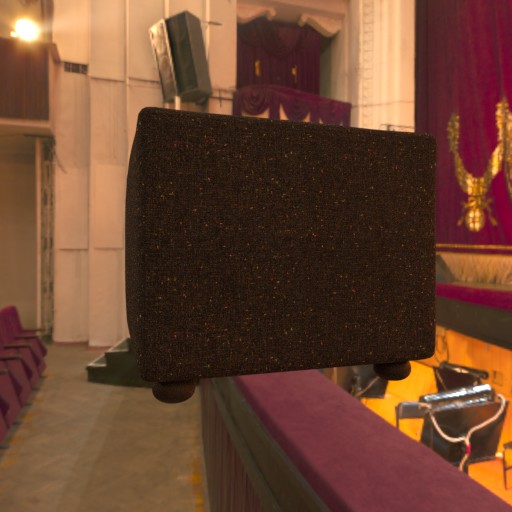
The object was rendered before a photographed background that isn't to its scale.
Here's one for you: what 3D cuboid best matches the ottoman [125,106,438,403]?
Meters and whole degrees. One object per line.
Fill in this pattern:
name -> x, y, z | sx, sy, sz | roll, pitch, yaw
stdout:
ottoman -> 0.000, 0.000, 0.905 | 0.508, 0.432, 0.508 | 0, 0, -18
